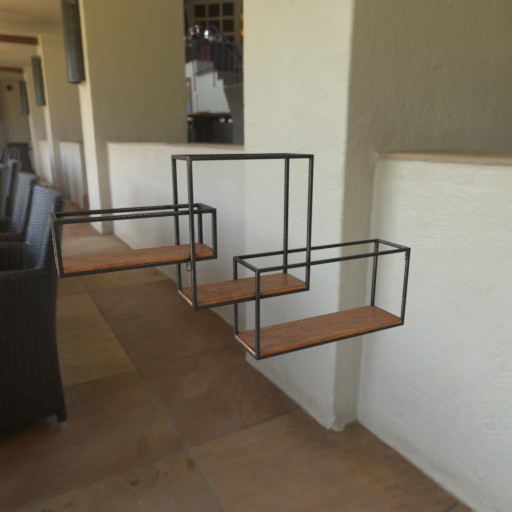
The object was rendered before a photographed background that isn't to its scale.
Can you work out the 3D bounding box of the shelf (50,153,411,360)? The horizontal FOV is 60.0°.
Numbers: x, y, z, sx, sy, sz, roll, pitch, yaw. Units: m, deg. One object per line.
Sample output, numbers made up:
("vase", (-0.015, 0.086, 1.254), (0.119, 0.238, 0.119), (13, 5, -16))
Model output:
("shelf", (0.000, 0.000, 2.173), (1.781, 0.972, 0.275), (-7, 16, -26))
